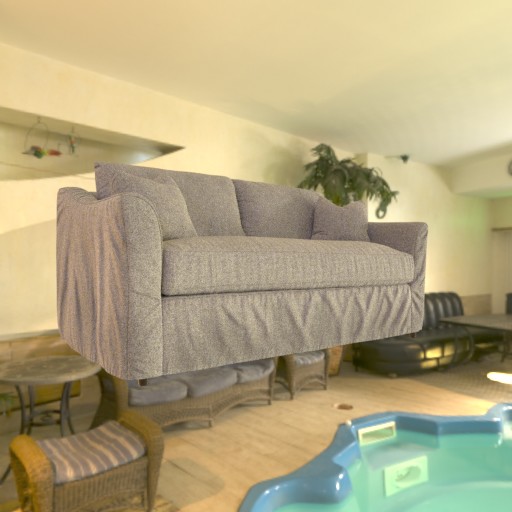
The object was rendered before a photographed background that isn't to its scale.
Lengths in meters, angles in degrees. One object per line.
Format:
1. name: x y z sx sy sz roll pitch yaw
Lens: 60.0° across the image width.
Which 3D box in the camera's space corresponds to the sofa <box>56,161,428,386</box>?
1. sofa: 0.000 0.000 2.628 2.010 1.018 1.072 0 -1 -37
